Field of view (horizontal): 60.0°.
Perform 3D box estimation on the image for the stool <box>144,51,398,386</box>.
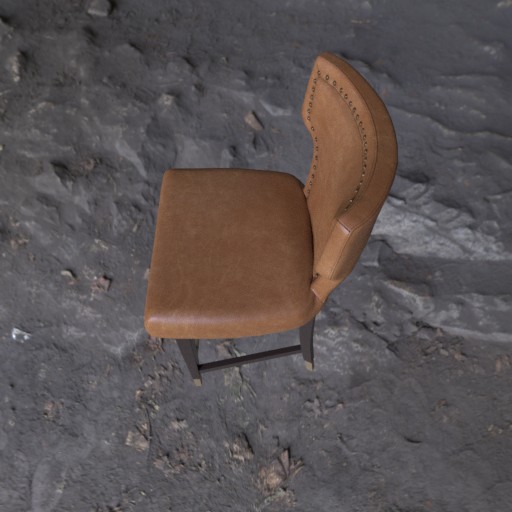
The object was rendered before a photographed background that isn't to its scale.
[{"bbox_3d":[0.000,0.000,1.295,0.563,0.982,0.526,0,58,0],"label":"stool"}]
